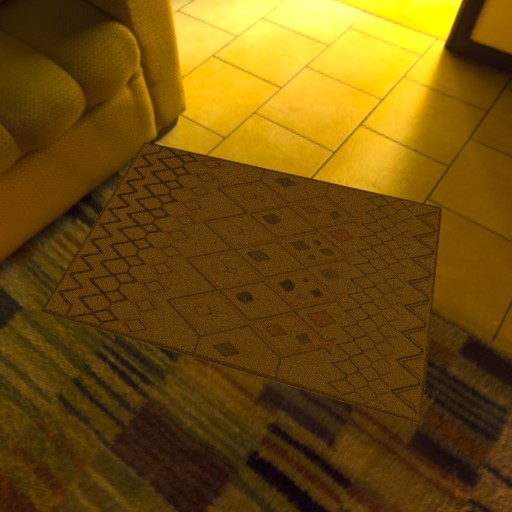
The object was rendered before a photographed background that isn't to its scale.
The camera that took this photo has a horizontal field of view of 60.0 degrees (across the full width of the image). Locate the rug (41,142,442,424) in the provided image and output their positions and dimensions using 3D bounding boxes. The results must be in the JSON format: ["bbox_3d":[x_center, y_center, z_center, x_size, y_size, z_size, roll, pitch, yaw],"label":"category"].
[{"bbox_3d":[0.000,0.000,2.332,1.829,0.016,1.219,14,59,9],"label":"rug"}]
